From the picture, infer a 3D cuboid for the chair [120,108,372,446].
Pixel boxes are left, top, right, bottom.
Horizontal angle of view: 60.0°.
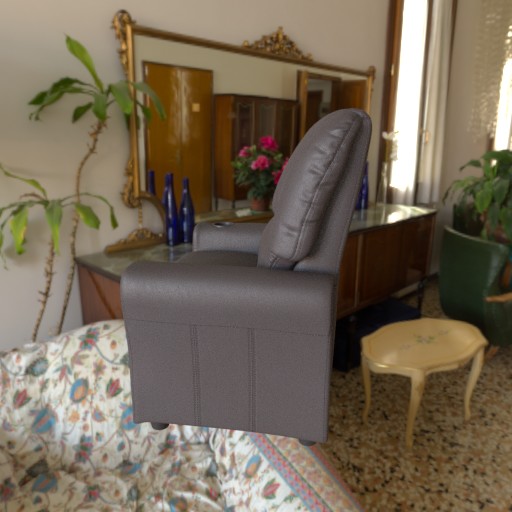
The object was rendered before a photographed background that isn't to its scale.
[{"bbox_3d":[0.000,0.000,1.145,0.521,0.709,0.610,2,15,9],"label":"chair"}]
